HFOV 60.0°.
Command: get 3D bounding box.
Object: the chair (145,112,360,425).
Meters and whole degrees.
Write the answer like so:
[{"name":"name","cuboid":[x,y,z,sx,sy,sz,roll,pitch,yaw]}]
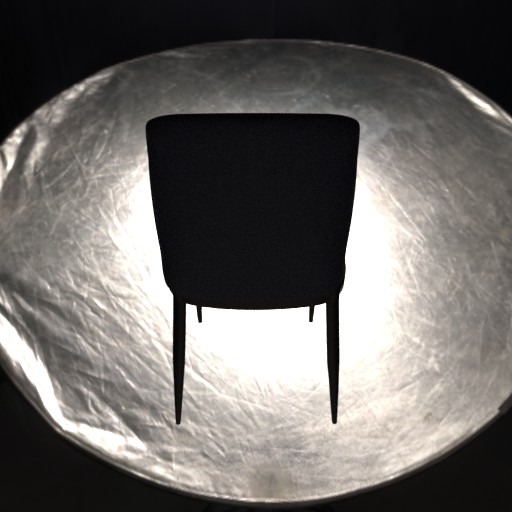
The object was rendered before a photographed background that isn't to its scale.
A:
[{"name":"chair","cuboid":[0.000,0.000,1.176,0.480,0.839,0.551,0,29,0]}]
